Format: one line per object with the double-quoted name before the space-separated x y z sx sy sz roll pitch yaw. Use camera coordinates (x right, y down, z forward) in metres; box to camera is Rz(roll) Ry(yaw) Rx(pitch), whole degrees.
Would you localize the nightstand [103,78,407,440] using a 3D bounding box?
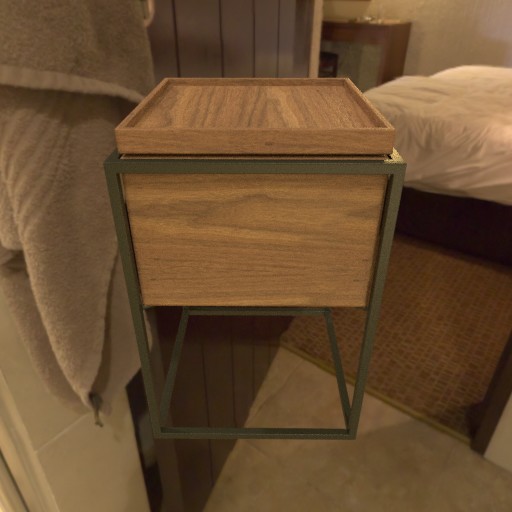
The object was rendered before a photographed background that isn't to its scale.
"nightstand" 0.000 0.000 0.885 0.397 0.607 0.397 0 32 1
